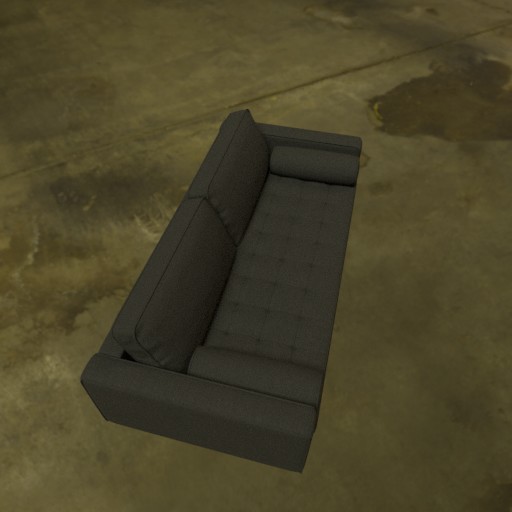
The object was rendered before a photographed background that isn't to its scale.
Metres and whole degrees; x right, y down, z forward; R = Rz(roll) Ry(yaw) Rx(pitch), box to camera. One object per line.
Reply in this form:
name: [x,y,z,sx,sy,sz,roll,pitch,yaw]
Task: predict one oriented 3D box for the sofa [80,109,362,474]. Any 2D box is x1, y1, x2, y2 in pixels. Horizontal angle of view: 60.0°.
sofa: [0.000,0.000,2.327,0.914,0.759,1.875,11,49,10]
